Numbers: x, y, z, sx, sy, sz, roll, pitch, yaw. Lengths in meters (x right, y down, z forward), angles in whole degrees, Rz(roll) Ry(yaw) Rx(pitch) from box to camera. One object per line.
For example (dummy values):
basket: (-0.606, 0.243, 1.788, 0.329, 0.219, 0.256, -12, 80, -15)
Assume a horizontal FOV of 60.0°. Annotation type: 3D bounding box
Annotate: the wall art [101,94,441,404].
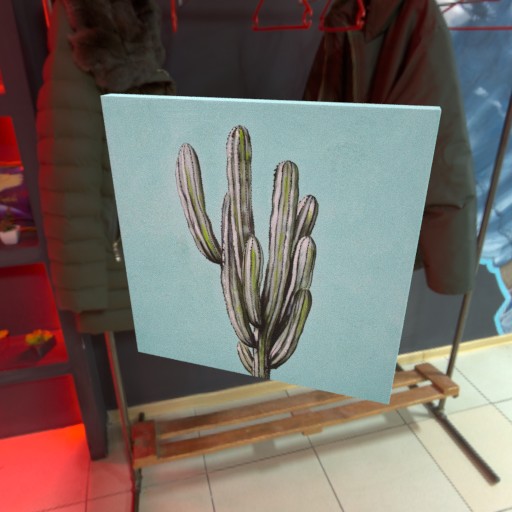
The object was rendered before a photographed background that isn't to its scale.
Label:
wall art: (0.000, 0.000, 0.905, 0.603, 0.603, 0.036, 8, 27, 15)
